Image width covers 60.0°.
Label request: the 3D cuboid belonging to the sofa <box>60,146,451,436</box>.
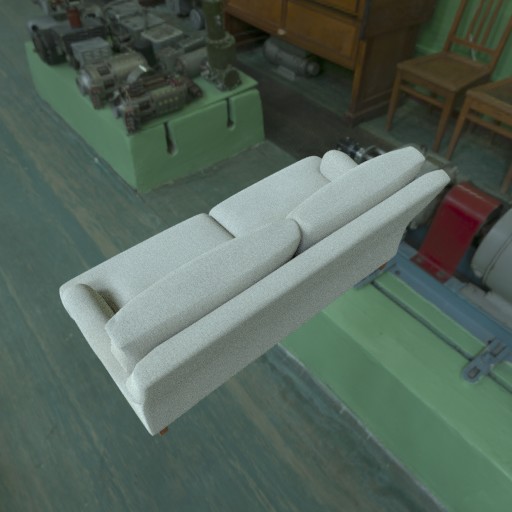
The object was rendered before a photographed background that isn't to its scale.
[{"bbox_3d":[0.000,0.000,2.632,2.070,0.997,1.091,-31,54,-27],"label":"sofa"}]
